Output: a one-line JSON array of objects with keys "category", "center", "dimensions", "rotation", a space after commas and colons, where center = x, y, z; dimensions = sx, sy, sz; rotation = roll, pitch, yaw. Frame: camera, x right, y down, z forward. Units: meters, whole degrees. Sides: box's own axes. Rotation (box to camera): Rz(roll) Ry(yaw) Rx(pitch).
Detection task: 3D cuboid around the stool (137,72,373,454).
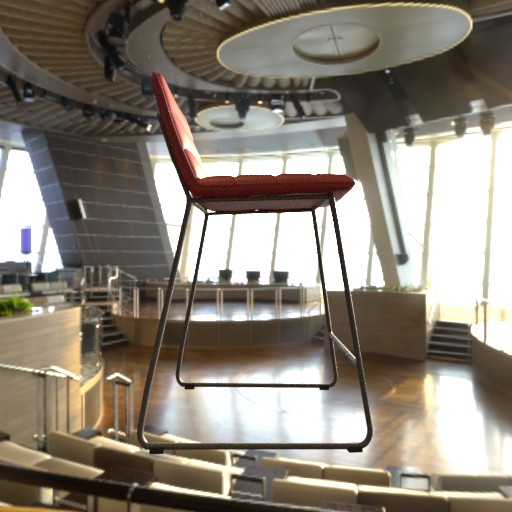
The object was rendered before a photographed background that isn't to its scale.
[{"category": "stool", "center": [0.000, 0.000, 1.209], "dimensions": [0.524, 0.866, 0.489], "rotation": [0, 0, 0]}]
